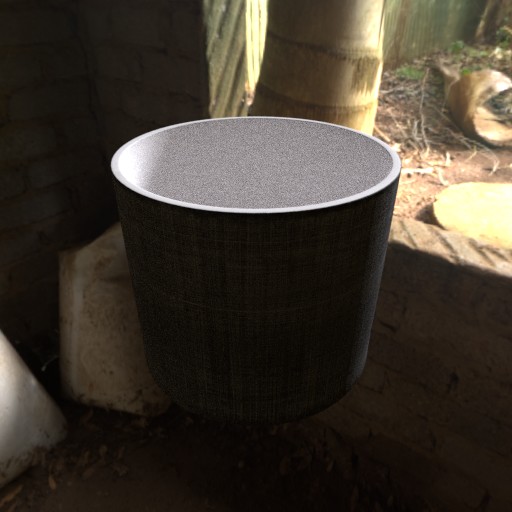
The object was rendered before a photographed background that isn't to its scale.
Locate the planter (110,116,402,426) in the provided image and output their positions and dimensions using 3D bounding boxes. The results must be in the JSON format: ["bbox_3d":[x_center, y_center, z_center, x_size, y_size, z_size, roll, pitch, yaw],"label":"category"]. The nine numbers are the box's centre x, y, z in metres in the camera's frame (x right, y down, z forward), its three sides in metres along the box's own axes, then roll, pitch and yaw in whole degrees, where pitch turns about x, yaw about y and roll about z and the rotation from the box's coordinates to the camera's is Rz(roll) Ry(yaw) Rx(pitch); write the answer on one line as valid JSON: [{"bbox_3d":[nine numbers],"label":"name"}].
[{"bbox_3d":[0.000,0.000,0.458,0.254,0.221,0.254,0,31,0],"label":"planter"}]
